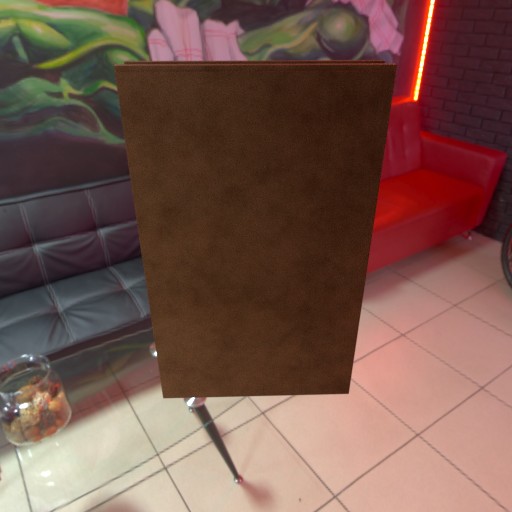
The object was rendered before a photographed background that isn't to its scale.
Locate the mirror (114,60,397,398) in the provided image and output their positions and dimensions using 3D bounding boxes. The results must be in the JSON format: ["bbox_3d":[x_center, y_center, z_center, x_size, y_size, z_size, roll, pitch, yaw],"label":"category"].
[{"bbox_3d":[0.000,0.000,0.953,0.468,0.768,0.082,-1,30,-2],"label":"mirror"}]
